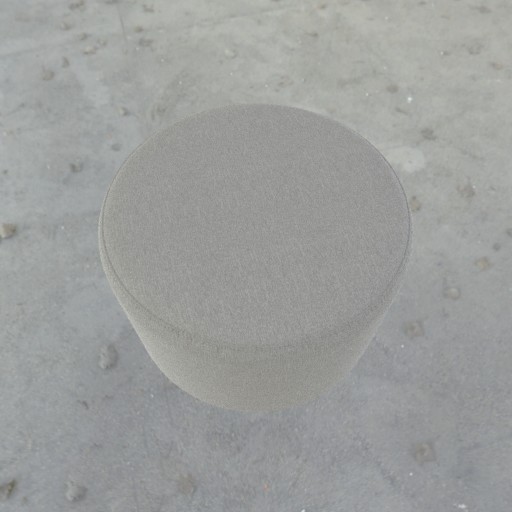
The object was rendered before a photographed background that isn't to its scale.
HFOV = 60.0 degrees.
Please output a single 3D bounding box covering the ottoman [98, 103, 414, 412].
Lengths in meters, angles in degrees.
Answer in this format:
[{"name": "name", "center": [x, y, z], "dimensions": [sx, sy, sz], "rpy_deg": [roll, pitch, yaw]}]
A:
[{"name": "ottoman", "center": [0.000, 0.000, 0.997], "dimensions": [0.608, 0.433, 0.608], "rpy_deg": [0, 57, 0]}]
